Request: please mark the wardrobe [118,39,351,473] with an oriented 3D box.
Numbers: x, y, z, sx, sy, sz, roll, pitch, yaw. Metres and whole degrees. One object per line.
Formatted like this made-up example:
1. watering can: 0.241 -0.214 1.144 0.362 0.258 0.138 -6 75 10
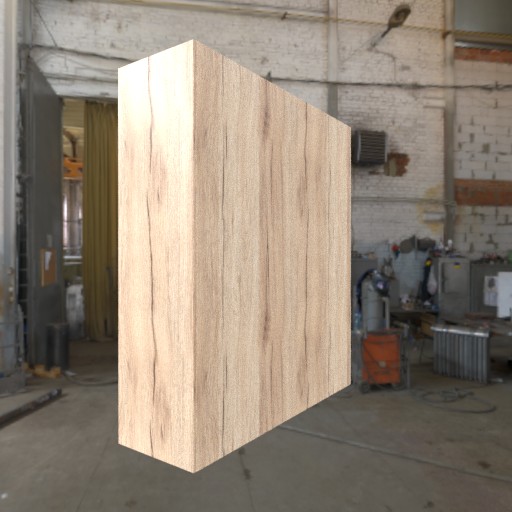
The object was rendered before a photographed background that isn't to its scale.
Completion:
1. wardrobe: 0.000 0.000 3.012 0.580 2.070 1.810 0 0 36
